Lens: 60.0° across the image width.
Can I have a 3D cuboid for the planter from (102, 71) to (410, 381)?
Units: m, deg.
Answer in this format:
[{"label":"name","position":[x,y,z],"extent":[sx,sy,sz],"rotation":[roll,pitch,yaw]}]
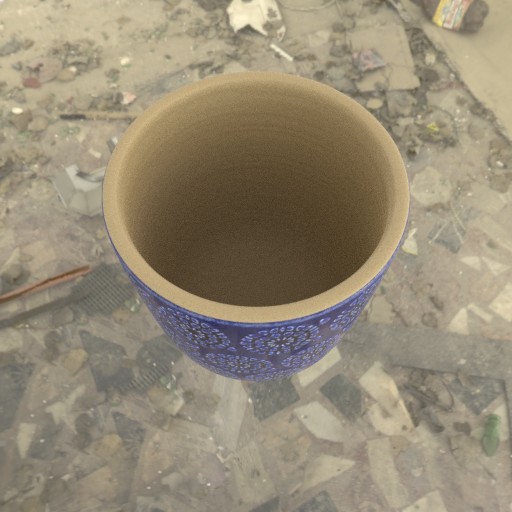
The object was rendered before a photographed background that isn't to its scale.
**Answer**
[{"label":"planter","position":[0.000,0.000,0.352],"extent":[0.184,0.206,0.184],"rotation":[0,63,0]}]
